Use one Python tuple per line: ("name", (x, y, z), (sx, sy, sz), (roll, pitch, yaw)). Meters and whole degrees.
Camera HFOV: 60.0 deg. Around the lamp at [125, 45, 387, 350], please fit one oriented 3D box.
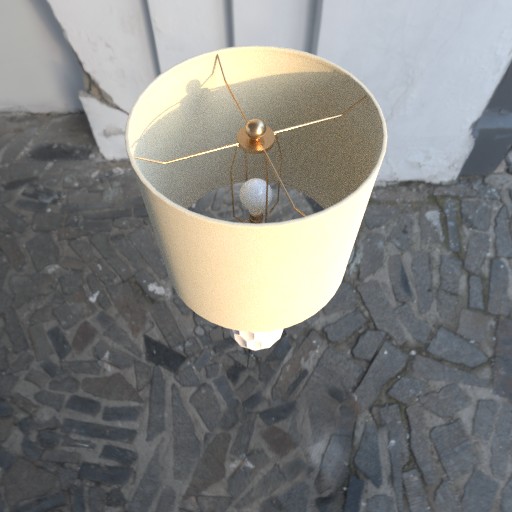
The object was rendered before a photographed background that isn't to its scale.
("lamp", (0.000, 0.000, 0.699), (0.277, 0.537, 0.277), (15, 59, 9))
